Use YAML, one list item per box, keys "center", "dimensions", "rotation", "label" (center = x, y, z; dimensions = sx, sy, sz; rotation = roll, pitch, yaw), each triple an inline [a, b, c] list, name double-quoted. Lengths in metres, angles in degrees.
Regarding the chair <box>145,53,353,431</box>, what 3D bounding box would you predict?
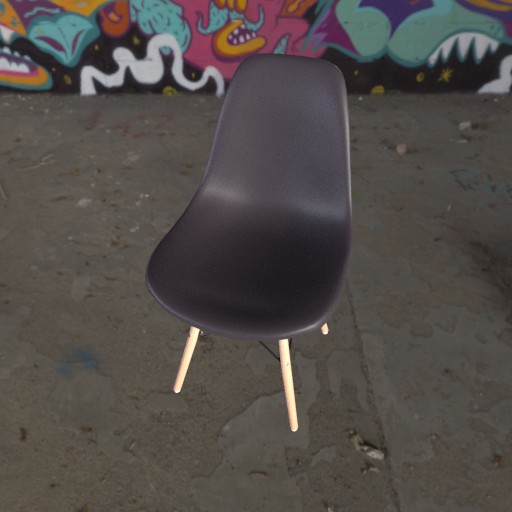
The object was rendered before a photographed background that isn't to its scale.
- center: [0.000, 0.000, 1.128]
  dimensions: [0.470, 0.825, 0.533]
  rotation: [13, 42, 15]
  label: "chair"
